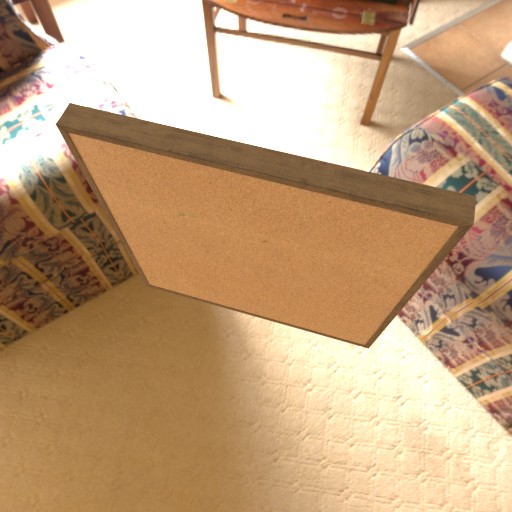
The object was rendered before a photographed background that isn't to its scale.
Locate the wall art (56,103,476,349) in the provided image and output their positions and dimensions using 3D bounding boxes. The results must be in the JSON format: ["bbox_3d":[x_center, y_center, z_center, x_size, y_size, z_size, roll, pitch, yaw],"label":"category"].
[{"bbox_3d":[0.000,0.000,0.751,0.508,0.508,0.038,15,64,7],"label":"wall art"}]
